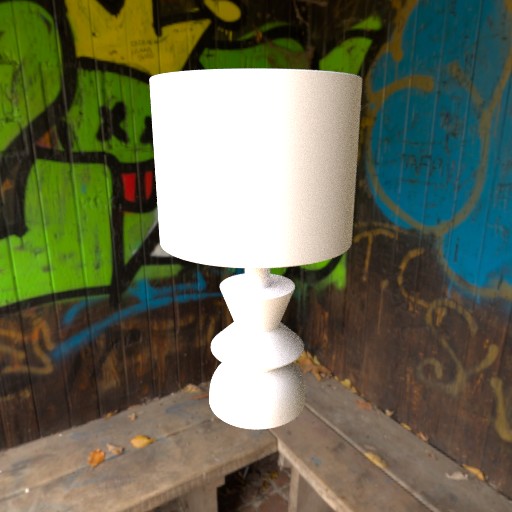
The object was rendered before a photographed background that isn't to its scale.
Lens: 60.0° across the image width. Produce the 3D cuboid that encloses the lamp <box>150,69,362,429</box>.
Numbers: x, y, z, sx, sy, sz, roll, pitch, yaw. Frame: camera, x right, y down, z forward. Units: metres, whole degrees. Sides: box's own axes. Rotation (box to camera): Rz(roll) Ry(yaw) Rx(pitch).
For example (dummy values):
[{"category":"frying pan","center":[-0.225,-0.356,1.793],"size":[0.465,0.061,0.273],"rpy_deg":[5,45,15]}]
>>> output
[{"category":"lamp","center":[0.000,0.000,0.721],"size":[0.301,0.533,0.301],"rpy_deg":[9,19,28]}]
